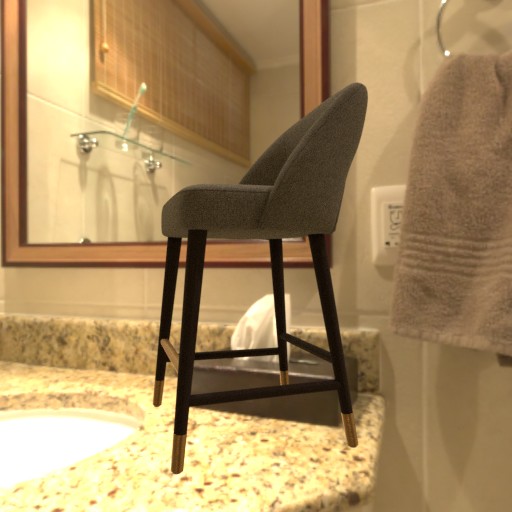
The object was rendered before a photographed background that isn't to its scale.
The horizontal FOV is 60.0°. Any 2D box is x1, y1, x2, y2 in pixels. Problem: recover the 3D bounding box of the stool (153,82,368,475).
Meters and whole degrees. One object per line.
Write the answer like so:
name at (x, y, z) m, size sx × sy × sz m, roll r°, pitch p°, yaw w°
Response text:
stool at (0.000, 0.000, 1.232) m, size 0.524 × 0.925 × 0.536 m, roll 0°, pitch 0°, yaw -18°
